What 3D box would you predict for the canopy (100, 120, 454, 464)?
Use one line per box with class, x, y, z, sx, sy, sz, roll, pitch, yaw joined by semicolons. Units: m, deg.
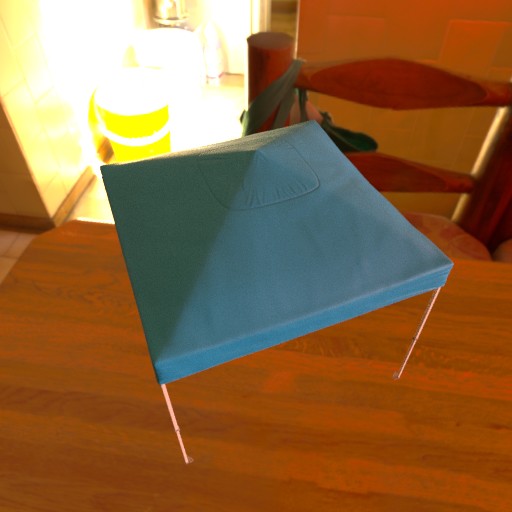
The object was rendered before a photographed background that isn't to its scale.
canopy;0.000;0.000;5.424;2.998;2.997;2.996;-16;48;-15
